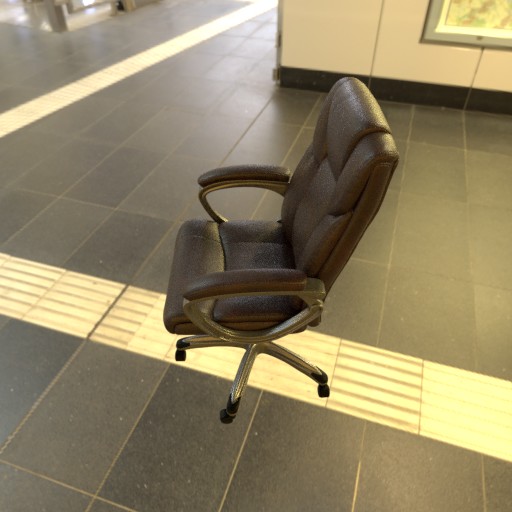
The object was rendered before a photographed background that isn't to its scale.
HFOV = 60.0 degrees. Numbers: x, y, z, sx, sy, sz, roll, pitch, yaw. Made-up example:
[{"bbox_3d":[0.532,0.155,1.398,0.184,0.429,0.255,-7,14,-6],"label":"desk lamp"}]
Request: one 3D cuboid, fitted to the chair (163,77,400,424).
[{"bbox_3d":[0.000,0.000,1.562,0.692,1.128,0.656,-1,41,-1],"label":"chair"}]
